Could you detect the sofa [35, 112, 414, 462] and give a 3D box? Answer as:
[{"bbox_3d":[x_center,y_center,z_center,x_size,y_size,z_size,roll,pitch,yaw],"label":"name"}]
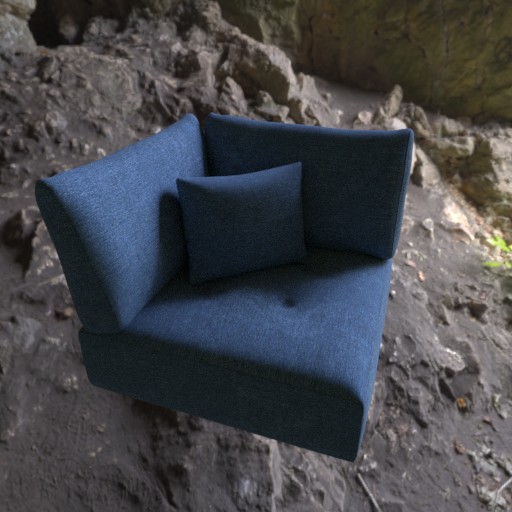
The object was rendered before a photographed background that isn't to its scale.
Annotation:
[{"bbox_3d":[0.000,0.000,1.670,1.000,0.820,1.000,10,31,17],"label":"sofa"}]
